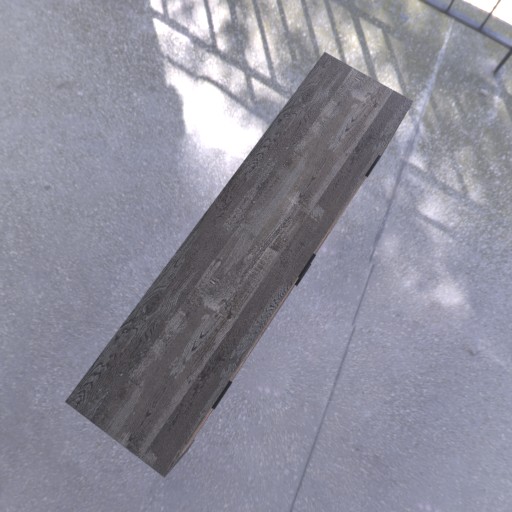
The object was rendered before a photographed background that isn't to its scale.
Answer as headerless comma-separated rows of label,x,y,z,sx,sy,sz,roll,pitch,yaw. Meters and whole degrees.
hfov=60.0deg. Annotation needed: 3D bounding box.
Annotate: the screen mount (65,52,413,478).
screen mount,0.000,0.000,1.714,0.395,0.450,1.524,33,78,8
